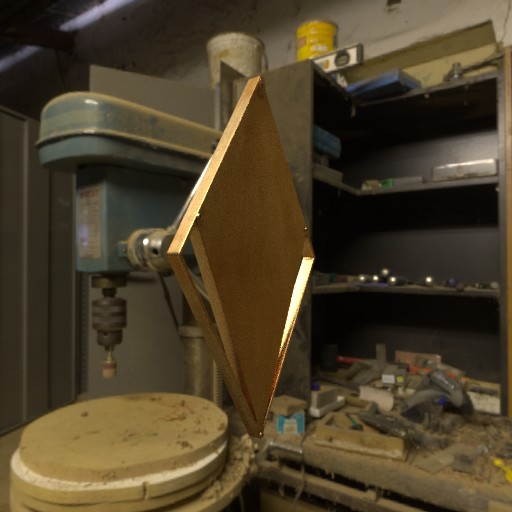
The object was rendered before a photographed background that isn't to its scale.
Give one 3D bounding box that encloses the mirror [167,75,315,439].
[{"bbox_3d":[0.000,0.000,0.835,0.032,0.679,0.419,-1,-1,36],"label":"mirror"}]
